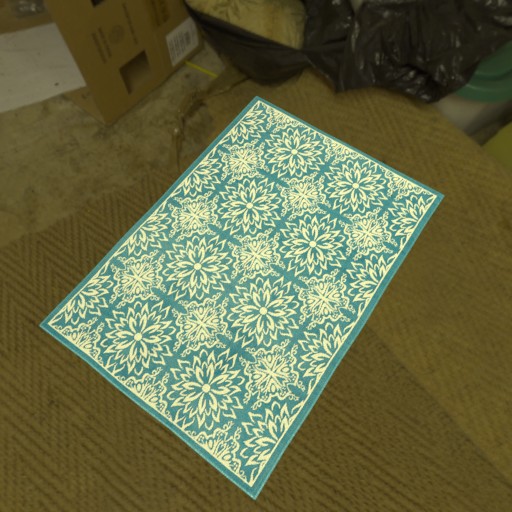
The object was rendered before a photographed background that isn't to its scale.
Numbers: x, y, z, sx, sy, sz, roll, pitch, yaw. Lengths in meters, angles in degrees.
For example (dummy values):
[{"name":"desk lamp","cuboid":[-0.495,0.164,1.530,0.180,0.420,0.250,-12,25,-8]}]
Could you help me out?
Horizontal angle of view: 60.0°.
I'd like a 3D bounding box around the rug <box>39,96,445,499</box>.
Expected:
[{"name":"rug","cuboid":[0.000,0.000,2.788,1.554,0.012,2.205,33,69,14]}]
